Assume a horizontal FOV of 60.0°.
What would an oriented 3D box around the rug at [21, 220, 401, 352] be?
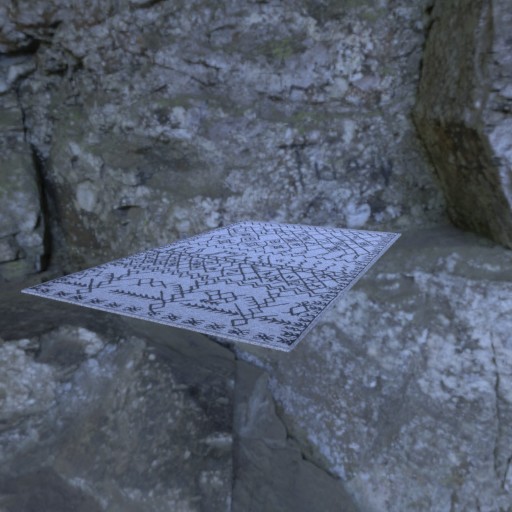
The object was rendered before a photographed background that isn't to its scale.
[{"bbox_3d":[0.000,0.000,3.044,1.526,0.012,2.444,7,16,26],"label":"rug"}]
